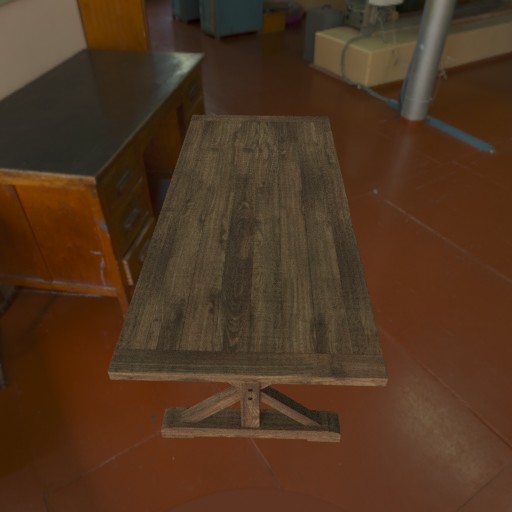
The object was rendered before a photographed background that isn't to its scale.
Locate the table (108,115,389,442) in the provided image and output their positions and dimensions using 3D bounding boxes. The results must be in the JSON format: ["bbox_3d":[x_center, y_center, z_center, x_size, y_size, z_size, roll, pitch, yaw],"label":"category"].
[{"bbox_3d":[0.000,0.000,2.436,0.907,0.733,2.031,1,41,1],"label":"table"}]
